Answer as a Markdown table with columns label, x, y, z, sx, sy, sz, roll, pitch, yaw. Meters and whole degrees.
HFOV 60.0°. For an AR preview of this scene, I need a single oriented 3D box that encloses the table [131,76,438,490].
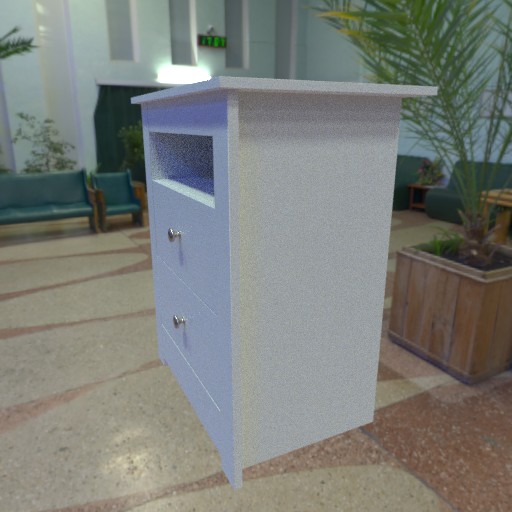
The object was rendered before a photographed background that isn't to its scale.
| label | x | y | z | sx | sy | sz | roll | pitch | yaw |
| --- | --- | --- | --- | --- | --- | --- | --- | --- | --- |
| table | 0.000 | 0.000 | 1.030 | 0.406 | 0.711 | 0.589 | -8 | 19 | -25 |
